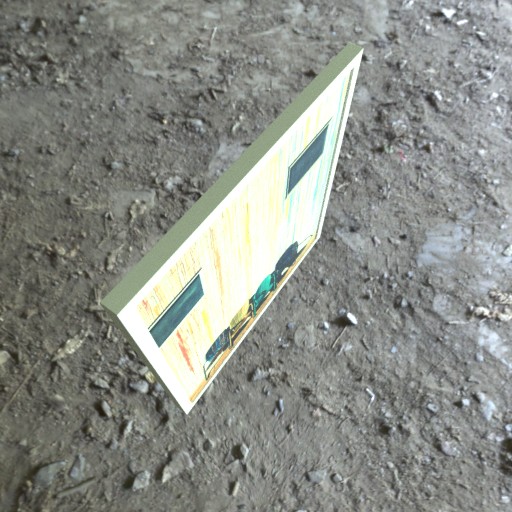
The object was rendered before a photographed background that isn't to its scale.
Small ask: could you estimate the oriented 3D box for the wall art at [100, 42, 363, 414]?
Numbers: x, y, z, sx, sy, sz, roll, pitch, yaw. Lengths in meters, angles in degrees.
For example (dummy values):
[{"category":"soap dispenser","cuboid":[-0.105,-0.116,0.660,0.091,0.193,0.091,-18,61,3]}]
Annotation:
[{"category":"wall art","cuboid":[0.000,0.000,1.139,0.036,0.760,0.760,31,65,17]}]
